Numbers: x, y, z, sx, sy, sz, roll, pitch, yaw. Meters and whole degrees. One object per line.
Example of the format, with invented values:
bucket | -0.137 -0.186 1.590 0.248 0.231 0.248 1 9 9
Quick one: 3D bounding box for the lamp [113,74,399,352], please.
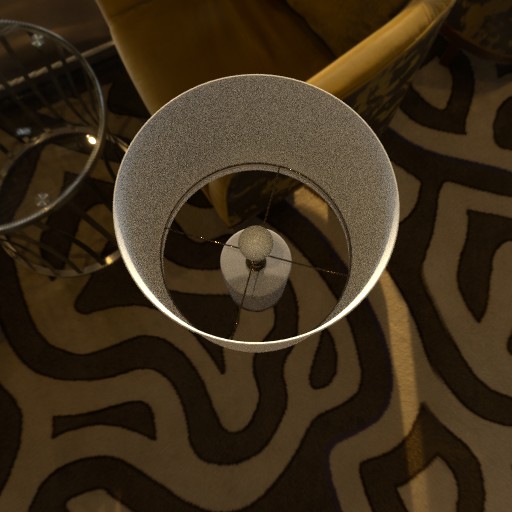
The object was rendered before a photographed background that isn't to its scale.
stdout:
lamp | 0.000 0.000 0.538 0.229 0.380 0.229 0 76 0
